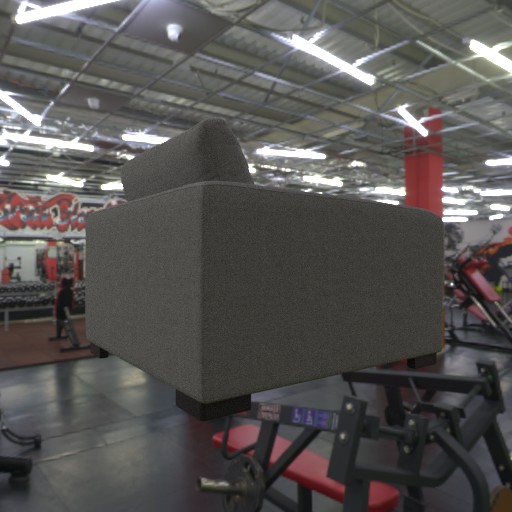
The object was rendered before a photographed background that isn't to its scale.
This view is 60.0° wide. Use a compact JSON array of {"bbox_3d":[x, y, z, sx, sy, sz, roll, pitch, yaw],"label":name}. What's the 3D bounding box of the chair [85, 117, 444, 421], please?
[{"bbox_3d":[0.000,0.000,1.849,1.100,0.847,1.070,0,0,-36],"label":"chair"}]
